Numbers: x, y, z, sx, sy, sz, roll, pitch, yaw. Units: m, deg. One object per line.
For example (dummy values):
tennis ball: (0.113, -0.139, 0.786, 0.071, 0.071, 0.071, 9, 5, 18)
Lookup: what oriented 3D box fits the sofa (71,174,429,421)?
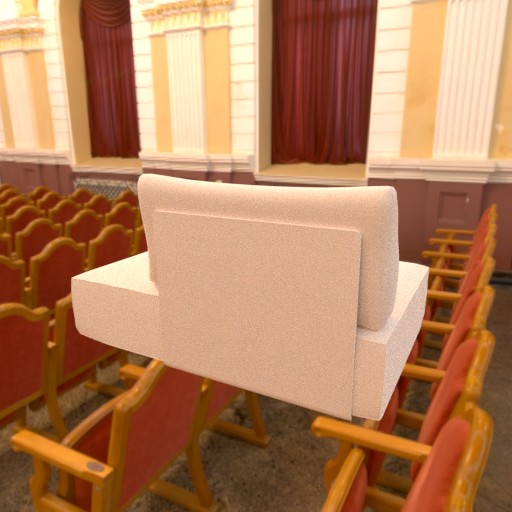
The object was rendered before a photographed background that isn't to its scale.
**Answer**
sofa: (0.000, 0.000, 2.110, 1.450, 0.820, 1.000, 8, 17, 27)
